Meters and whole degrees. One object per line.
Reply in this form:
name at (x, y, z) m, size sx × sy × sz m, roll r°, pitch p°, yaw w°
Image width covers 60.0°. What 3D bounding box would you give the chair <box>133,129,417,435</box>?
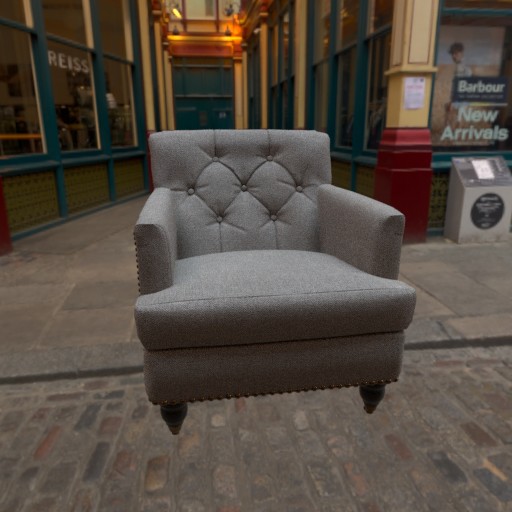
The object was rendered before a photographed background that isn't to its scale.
chair at (0.000, 0.000, 1.516) m, size 0.737 × 0.823 × 0.902 m, roll -3°, pitch 17°, yaw -9°
